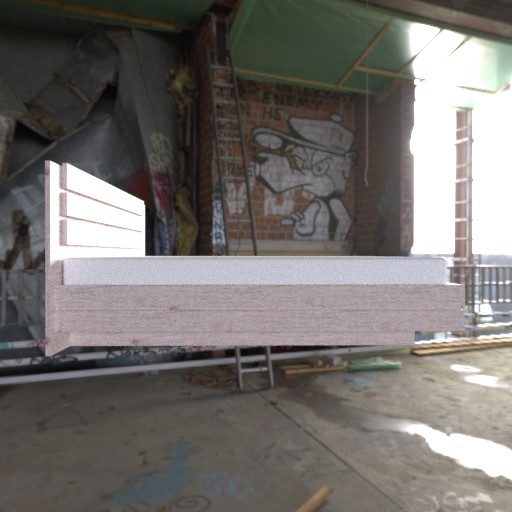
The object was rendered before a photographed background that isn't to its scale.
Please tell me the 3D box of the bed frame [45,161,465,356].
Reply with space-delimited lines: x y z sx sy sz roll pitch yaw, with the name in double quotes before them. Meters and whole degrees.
"bed frame" 0.000 0.000 3.147 2.080 0.970 1.950 0 0 -1
